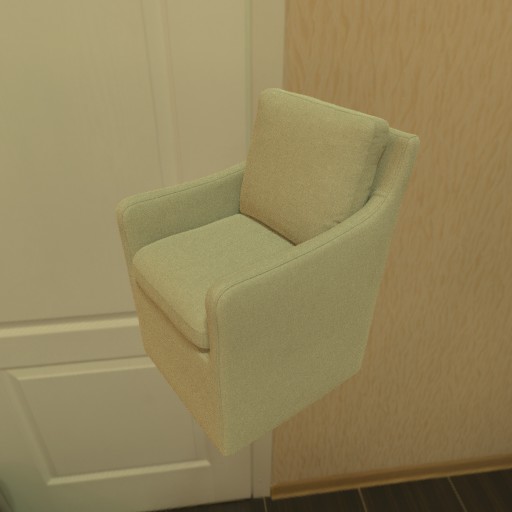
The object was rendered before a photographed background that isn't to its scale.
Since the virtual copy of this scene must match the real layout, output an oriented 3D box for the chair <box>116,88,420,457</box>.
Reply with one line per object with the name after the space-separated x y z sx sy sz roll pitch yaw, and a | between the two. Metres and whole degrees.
0.000 0.000 1.433 0.694 0.914 0.626 -22 39 -30 | chair
